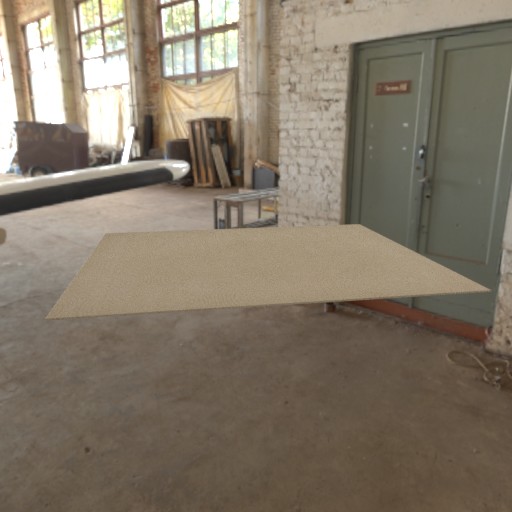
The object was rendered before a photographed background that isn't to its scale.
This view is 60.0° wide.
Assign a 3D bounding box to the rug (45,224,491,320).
[{"bbox_3d":[0.000,0.000,3.494,2.584,0.011,2.073,-3,16,-9],"label":"rug"}]
